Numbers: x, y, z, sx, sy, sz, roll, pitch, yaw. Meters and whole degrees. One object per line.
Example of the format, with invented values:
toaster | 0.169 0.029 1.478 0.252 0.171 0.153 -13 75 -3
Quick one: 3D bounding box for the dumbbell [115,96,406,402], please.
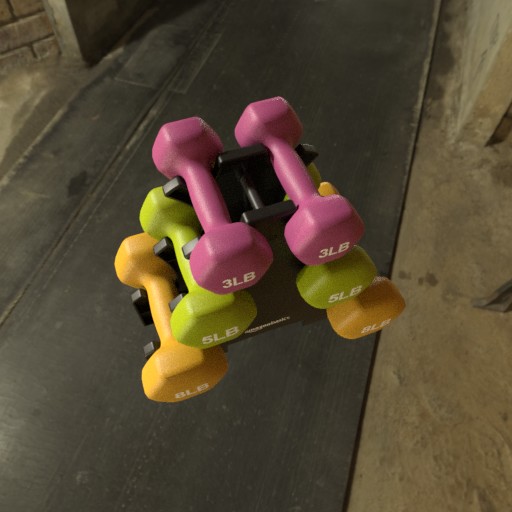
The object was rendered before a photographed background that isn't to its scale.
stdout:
dumbbell | 0.000 0.000 0.464 0.300 0.271 0.190 -17 59 -10
